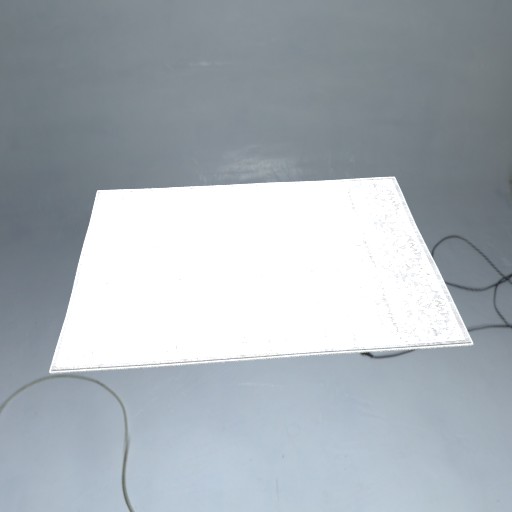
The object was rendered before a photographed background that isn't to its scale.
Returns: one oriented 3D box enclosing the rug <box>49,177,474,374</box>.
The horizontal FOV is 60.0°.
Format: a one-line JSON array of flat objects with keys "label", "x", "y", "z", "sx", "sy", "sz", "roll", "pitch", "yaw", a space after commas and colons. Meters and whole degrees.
[{"label": "rug", "x": 0.000, "y": 0.000, "z": 3.467, "sx": 2.746, "sy": 0.018, "sz": 1.819, "roll": -3, "pitch": 47, "yaw": -3}]
